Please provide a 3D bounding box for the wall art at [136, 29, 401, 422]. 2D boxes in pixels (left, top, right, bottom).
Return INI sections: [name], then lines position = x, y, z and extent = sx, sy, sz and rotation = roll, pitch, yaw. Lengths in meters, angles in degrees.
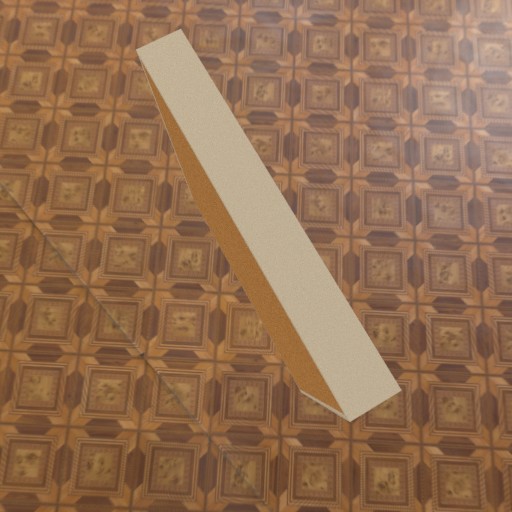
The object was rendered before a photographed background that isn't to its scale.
[wall art]
position = 0.000, 0.000, 0.454
extent = 0.038, 0.304, 0.305
rotation = -28, 78, -7
